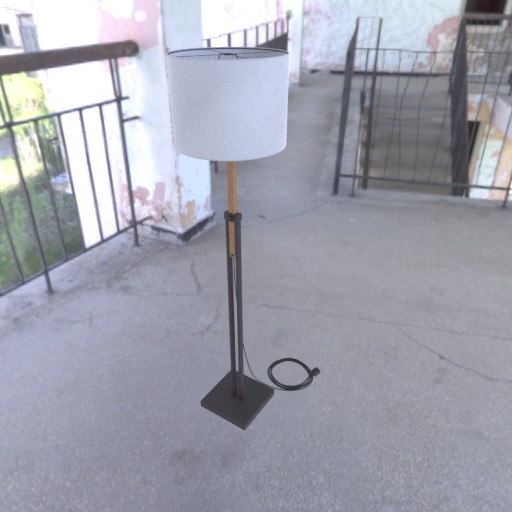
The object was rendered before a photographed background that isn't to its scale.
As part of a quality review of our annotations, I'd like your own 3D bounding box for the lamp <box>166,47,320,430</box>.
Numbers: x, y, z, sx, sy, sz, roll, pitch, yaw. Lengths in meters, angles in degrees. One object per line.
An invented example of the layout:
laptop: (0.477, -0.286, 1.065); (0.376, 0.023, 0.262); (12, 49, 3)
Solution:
lamp: (0.000, 0.000, 1.951); (0.474, 1.650, 0.639); (18, 35, 29)
